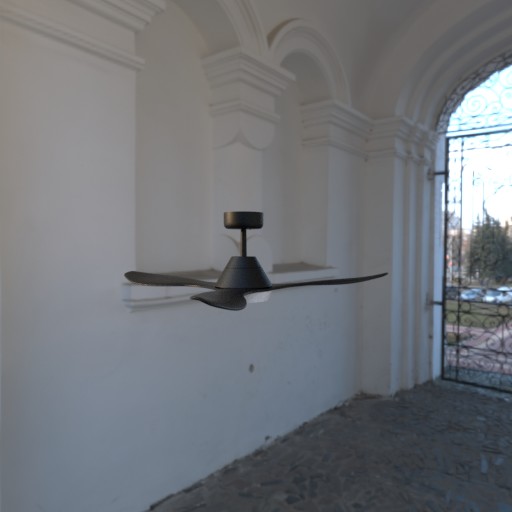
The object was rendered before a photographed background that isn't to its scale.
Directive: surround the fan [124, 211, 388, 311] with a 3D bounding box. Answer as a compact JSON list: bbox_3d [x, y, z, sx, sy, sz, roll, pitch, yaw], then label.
[{"bbox_3d":[0.000,0.000,1.655,1.067,0.305,1.067,-1,2,-36],"label":"fan"}]
